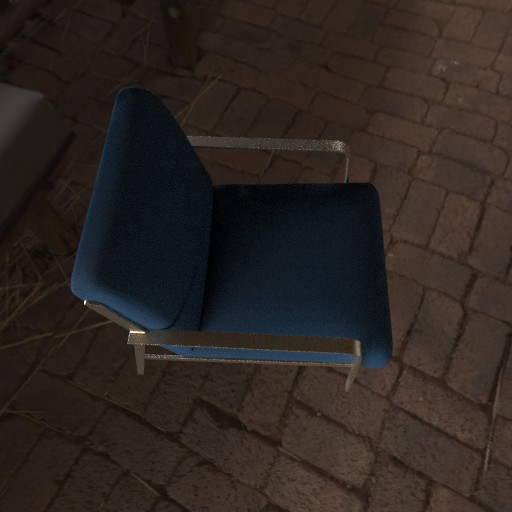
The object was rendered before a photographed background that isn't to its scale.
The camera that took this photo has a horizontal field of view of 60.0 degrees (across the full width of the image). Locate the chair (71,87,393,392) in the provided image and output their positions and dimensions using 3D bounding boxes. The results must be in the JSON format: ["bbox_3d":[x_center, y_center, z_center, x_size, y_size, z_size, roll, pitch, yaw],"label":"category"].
[{"bbox_3d":[0.000,0.000,1.427,0.859,0.831,0.692,2,64,1],"label":"chair"}]
